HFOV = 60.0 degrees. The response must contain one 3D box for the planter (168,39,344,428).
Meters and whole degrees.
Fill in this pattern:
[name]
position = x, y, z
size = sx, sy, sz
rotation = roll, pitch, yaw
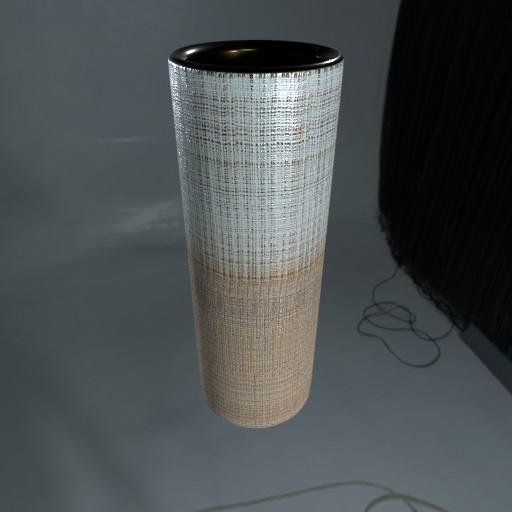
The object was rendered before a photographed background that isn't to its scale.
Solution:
[planter]
position = 0.000, 0.000, 0.328
size = 0.099, 0.278, 0.099
rotation = -10, 35, -15
